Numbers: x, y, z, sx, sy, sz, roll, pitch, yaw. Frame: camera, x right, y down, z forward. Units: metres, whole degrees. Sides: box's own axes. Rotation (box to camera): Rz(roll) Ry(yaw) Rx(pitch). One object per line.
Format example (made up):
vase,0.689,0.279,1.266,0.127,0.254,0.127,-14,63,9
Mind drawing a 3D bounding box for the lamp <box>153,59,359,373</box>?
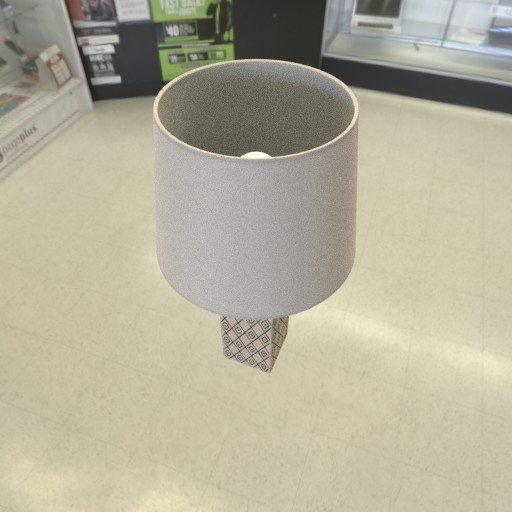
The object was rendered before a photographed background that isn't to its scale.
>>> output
lamp,0.000,0.000,0.588,0.251,0.435,0.251,0,46,0
